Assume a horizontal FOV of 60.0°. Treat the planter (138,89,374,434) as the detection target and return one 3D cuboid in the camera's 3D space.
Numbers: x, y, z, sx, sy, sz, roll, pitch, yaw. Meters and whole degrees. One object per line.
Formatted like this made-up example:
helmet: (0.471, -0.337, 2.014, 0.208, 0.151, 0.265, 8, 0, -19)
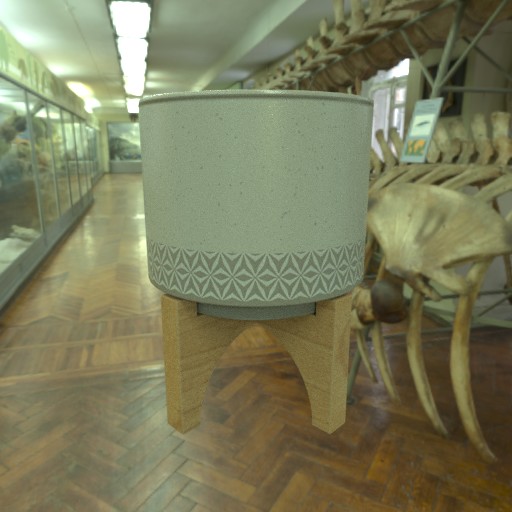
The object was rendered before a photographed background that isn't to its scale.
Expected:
planter: (0.000, 0.000, 0.272, 0.130, 0.178, 0.130, 0, 14, 0)
